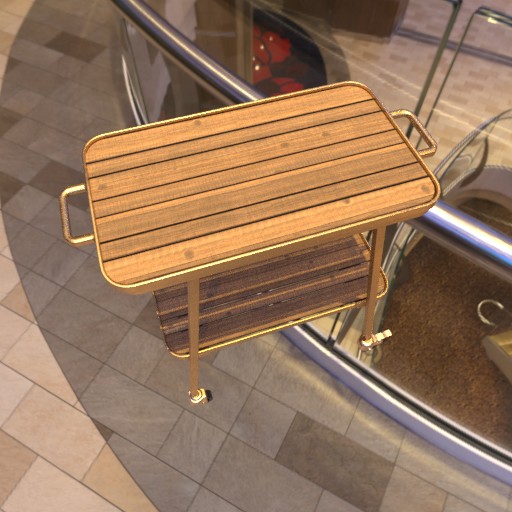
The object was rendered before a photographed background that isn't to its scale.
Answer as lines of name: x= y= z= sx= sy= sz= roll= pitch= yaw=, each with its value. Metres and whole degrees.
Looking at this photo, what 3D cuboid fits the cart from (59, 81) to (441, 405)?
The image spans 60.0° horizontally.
cart: x=0.000 y=0.000 z=1.227 sx=0.806 sy=0.700 sz=0.524 roll=-16 pitch=59 yaw=-10
